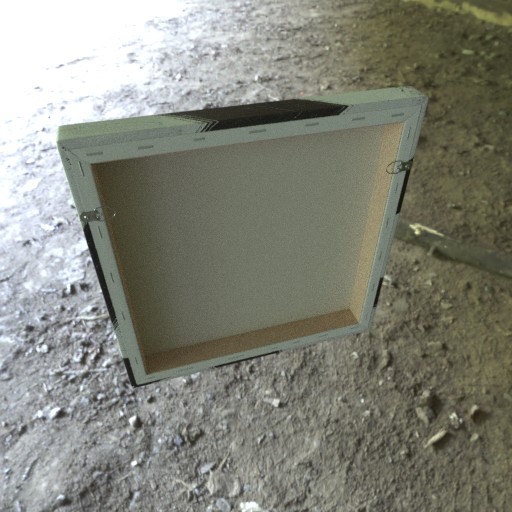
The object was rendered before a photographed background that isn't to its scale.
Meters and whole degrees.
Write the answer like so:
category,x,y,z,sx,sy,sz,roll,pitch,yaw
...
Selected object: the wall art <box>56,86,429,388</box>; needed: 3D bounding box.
category,x,y,z,sx,sy,sz,roll,pitch,yaw
wall art,0.000,0.000,0.755,0.507,0.508,0.050,-11,41,-13
